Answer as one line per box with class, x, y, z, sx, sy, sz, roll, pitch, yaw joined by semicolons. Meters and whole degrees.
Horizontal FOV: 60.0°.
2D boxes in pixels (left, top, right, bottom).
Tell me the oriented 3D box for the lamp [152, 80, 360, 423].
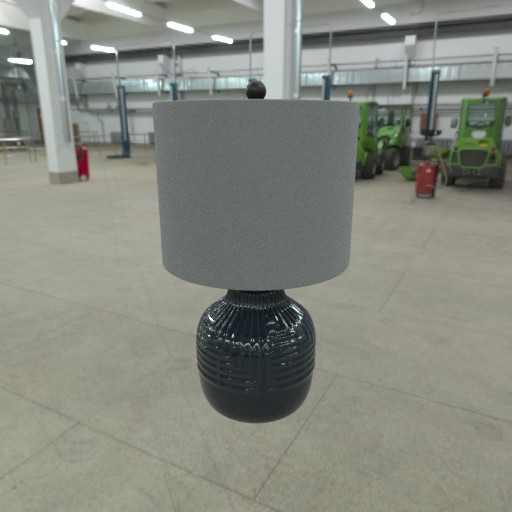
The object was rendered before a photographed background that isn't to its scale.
lamp;0.000;0.000;0.768;0.318;0.567;0.318;0;17;0
